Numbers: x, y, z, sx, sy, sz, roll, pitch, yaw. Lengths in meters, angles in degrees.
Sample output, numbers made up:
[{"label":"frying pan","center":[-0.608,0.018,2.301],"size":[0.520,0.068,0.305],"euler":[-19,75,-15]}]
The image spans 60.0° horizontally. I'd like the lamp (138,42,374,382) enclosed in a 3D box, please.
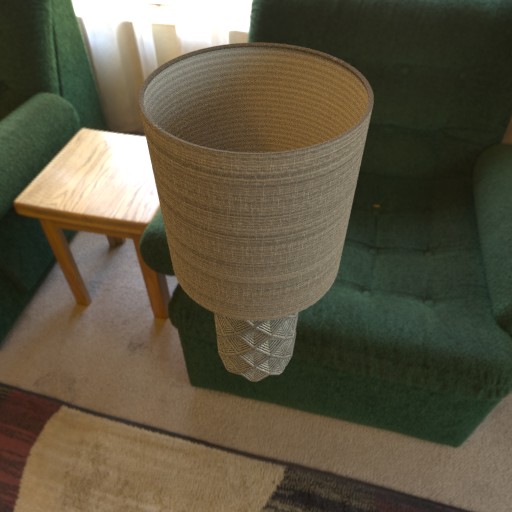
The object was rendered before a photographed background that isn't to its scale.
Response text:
[{"label":"lamp","center":[0.000,0.000,0.720],"size":[0.268,0.566,0.269],"euler":[-3,47,-2]}]
